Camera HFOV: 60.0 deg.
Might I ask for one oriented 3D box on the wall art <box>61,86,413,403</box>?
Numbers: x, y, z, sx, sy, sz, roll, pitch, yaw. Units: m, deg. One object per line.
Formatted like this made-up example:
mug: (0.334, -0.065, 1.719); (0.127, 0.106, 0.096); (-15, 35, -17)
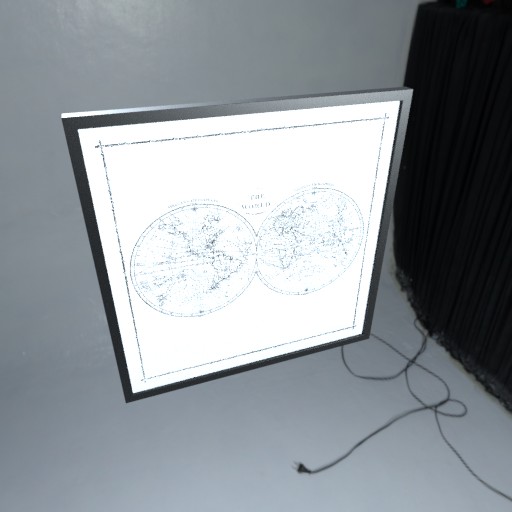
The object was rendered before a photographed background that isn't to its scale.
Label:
wall art: (0.000, 0.000, 1.142); (0.773, 0.775, 0.031); (-11, 33, -17)
